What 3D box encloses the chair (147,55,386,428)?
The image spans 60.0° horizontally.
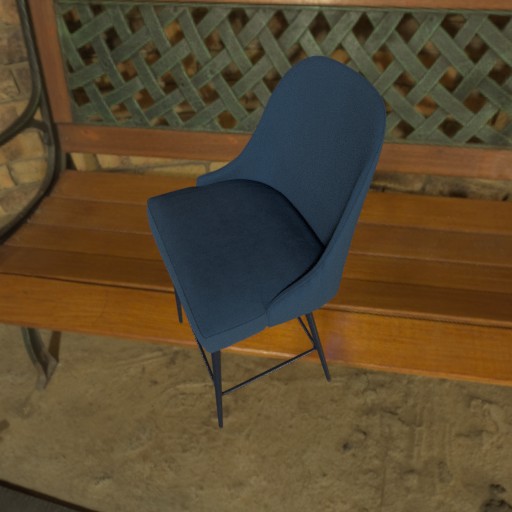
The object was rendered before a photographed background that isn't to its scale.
[{"bbox_3d":[0.000,0.000,1.219,0.489,0.927,0.526,-17,49,-16],"label":"chair"}]
